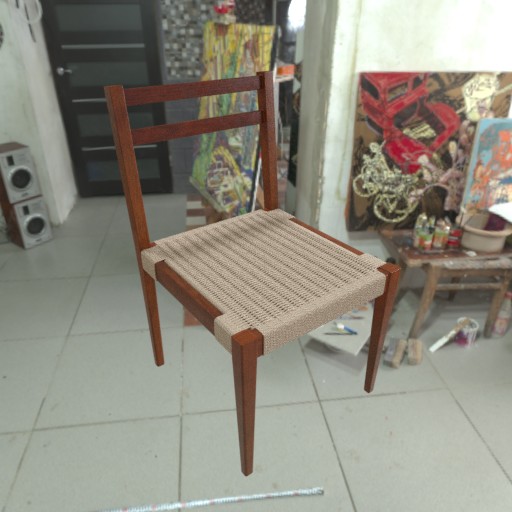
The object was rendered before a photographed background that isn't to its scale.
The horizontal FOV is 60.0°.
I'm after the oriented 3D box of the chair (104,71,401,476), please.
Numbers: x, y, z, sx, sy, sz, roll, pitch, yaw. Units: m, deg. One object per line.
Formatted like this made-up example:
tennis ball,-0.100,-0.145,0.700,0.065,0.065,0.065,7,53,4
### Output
chair,0.000,0.000,1.199,0.495,0.851,0.569,-20,35,-31
